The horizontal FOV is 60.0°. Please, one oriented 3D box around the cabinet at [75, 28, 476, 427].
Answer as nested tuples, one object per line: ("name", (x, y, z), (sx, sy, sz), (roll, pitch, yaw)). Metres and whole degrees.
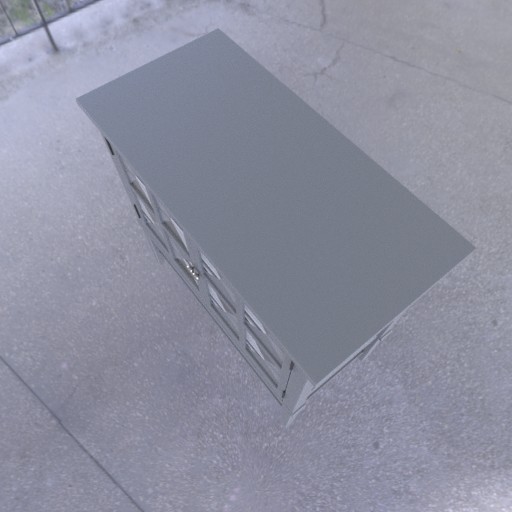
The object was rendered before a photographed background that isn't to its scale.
("cabinet", (0.000, 0.000, 1.243), (0.396, 0.780, 0.801), (-35, 67, -17))
